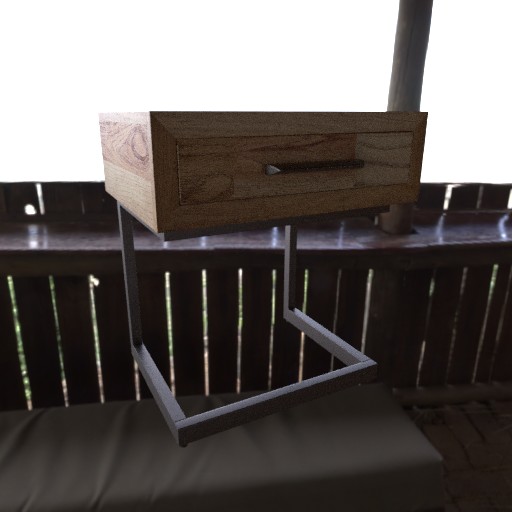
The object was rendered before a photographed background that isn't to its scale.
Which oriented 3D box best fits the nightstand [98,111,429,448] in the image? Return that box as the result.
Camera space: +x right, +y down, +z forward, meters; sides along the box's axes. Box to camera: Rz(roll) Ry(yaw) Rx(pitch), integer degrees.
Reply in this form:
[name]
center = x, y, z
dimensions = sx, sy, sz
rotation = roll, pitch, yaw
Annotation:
[nightstand]
center = 0.000, 0.000, 1.018
dimensions = 0.558, 0.632, 0.481
rotation = -9, 20, -26
